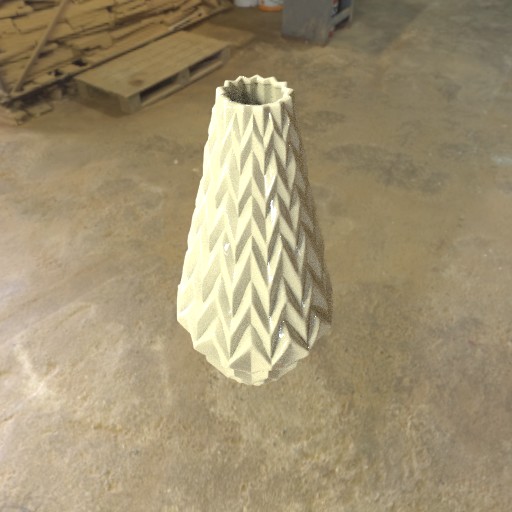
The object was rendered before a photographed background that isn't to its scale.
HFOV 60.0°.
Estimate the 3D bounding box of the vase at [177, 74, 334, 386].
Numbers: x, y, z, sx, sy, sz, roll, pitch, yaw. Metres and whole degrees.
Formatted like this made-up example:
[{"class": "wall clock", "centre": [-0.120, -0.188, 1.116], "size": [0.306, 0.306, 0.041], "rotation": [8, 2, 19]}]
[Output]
[{"class": "vase", "centre": [0.000, 0.000, 0.426], "size": [0.167, 0.328, 0.167], "rotation": [0, 44, 0]}]
